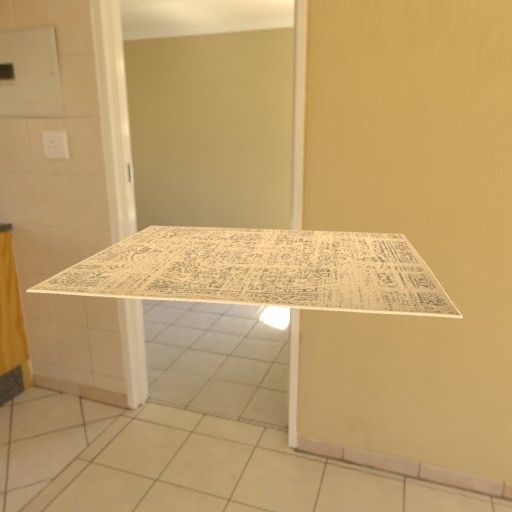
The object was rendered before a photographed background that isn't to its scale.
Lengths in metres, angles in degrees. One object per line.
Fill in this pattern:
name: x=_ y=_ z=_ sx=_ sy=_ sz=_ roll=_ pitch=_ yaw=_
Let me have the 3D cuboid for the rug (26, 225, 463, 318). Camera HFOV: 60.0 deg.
rug: x=0.000 y=0.000 z=3.985 sx=2.921 sy=0.032 sz=2.311 roll=2 pitch=16 yaw=9
